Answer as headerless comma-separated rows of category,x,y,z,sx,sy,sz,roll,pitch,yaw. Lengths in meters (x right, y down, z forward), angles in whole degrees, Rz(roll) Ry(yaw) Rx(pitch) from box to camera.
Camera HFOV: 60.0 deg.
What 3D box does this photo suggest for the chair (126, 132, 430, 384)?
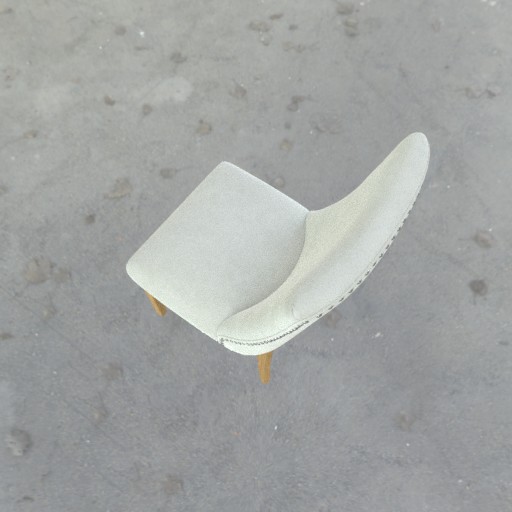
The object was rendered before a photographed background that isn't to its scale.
chair,0.000,0.000,1.252,0.610,0.902,0.495,33,68,15
